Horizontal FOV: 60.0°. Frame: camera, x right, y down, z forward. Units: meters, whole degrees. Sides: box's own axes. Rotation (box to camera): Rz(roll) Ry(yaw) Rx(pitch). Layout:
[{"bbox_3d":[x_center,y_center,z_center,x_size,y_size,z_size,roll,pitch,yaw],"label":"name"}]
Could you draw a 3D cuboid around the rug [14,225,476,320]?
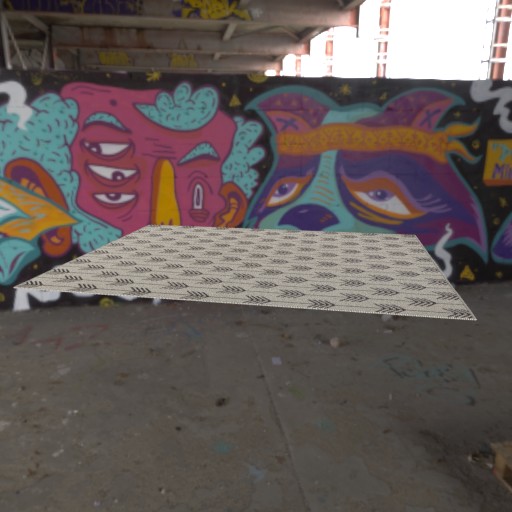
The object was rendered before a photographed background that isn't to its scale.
[{"bbox_3d":[0.000,0.000,3.961,3.061,0.010,2.330,3,15,10],"label":"rug"}]
